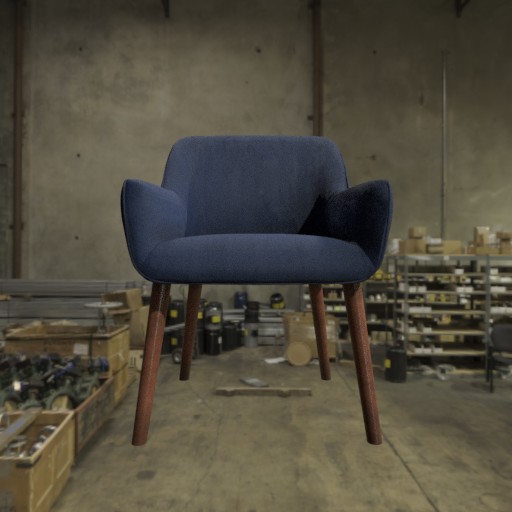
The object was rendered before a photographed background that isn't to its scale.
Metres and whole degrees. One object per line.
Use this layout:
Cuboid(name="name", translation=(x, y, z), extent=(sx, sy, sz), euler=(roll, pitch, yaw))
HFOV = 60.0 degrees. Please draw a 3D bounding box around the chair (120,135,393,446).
Cuboid(name="chair", translation=(0.000, 0.000, 1.242), extent=(0.600, 0.820, 0.600), euler=(0, 0, -1))
